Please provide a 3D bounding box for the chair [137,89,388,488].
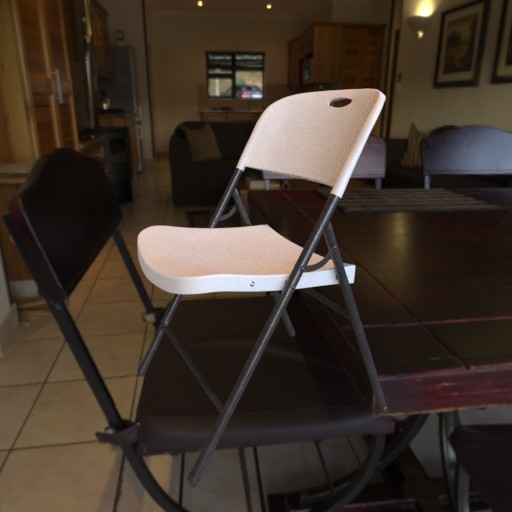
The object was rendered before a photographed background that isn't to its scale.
[{"bbox_3d":[0.000,0.000,1.139,0.566,0.810,0.494,-9,21,-26],"label":"chair"}]
